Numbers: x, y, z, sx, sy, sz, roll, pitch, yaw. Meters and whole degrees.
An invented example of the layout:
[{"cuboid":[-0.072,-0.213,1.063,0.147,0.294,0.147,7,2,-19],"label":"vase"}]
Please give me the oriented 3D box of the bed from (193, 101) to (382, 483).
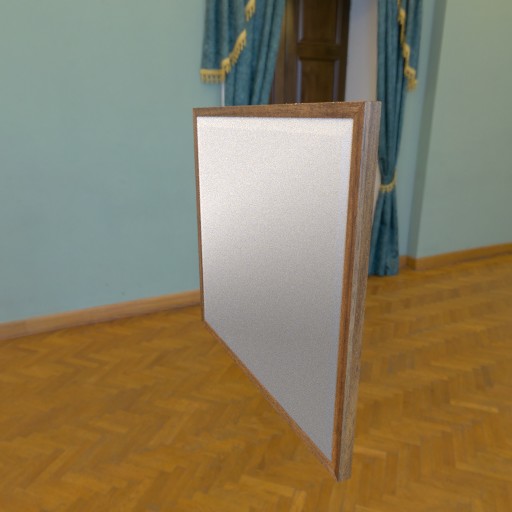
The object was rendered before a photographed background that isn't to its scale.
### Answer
[{"cuboid":[0.000,0.000,1.462,0.043,0.940,1.041,-9,20,-25],"label":"bed"}]
